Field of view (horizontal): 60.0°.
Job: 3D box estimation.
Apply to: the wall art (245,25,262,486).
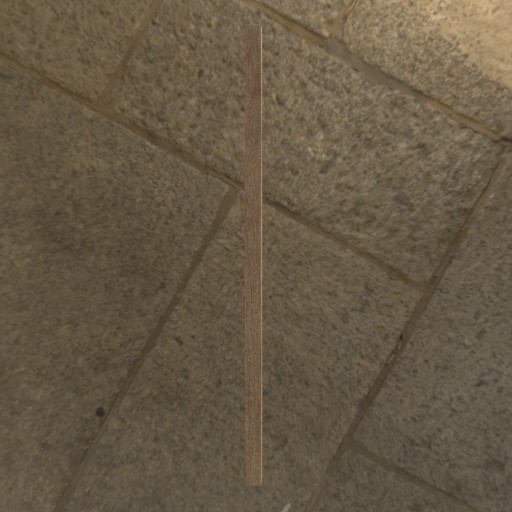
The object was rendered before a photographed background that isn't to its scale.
[{"bbox_3d":[0.000,0.000,0.930,0.026,0.535,0.690,0,89,1],"label":"wall art"}]
